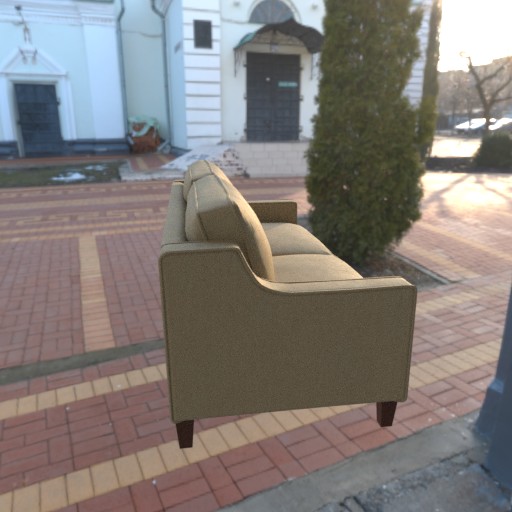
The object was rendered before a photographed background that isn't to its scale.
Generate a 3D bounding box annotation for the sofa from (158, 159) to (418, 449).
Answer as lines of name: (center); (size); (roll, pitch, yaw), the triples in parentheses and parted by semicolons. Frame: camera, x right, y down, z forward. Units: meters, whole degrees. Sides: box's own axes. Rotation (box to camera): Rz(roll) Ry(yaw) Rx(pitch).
sofa: (0.000, 0.000, 2.818); (1.066, 1.071, 2.178); (-3, 17, -9)
